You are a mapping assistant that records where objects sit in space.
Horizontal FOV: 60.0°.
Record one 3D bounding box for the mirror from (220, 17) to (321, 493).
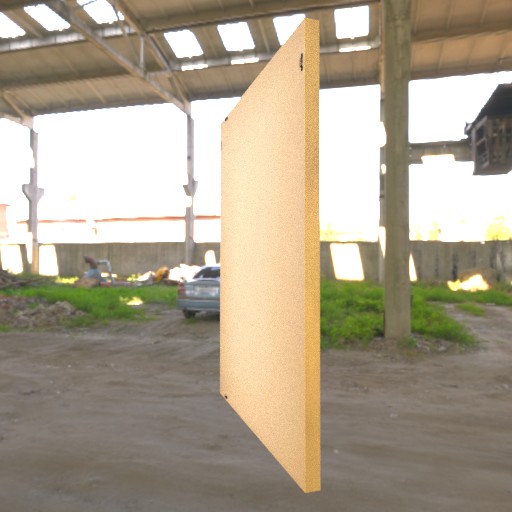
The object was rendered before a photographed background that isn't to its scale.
[{"bbox_3d":[0.000,0.000,1.313,0.041,1.016,0.762,0,-1,-18],"label":"mirror"}]
